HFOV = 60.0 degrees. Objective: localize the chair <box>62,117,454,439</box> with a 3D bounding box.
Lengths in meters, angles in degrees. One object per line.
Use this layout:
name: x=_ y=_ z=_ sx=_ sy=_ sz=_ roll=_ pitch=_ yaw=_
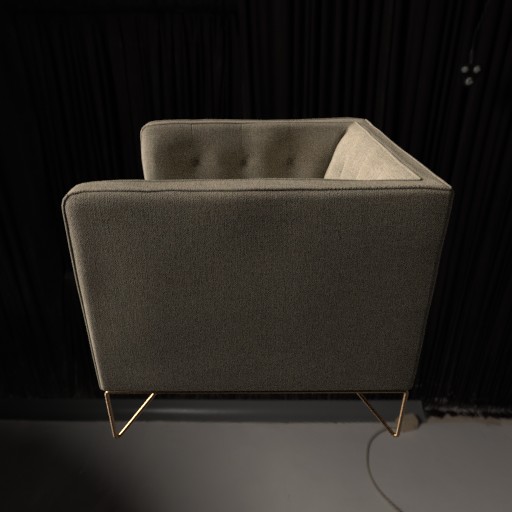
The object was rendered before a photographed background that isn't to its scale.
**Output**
chair: x=0.000 y=0.000 z=1.563 sx=0.912 sy=0.799 sz=0.920 roll=0 pitch=27 yaw=0
